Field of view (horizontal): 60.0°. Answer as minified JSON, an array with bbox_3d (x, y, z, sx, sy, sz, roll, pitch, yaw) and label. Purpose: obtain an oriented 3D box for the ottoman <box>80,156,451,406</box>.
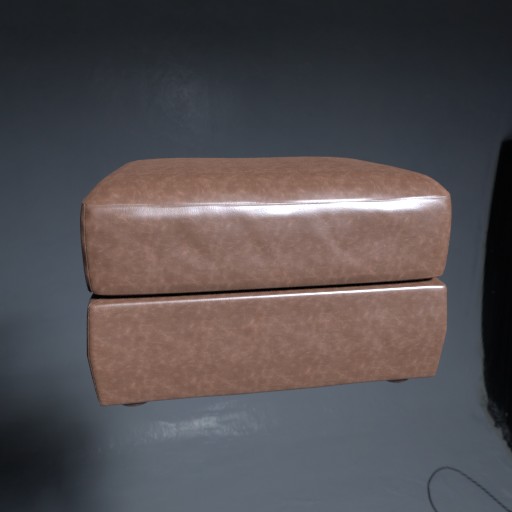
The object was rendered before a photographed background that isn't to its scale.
[{"bbox_3d":[0.000,0.000,1.130,0.751,0.476,0.603,-2,17,-8],"label":"ottoman"}]
